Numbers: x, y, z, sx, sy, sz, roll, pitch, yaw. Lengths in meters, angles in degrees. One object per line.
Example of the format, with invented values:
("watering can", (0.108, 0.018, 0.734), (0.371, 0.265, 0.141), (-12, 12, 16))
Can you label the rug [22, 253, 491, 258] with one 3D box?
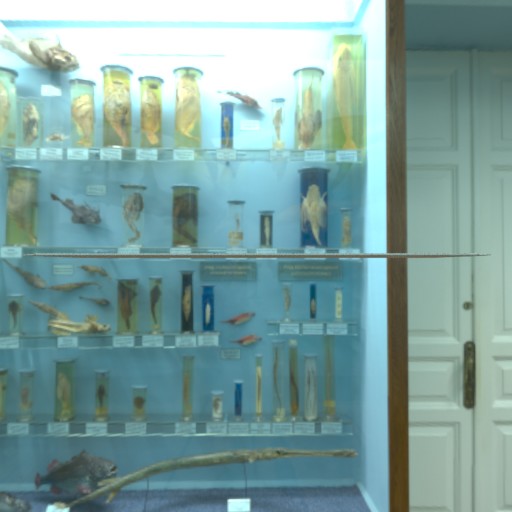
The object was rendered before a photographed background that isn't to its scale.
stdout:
("rug", (0.000, 0.000, 2.699), (2.480, 0.013, 0.786), (0, -1, 1))
